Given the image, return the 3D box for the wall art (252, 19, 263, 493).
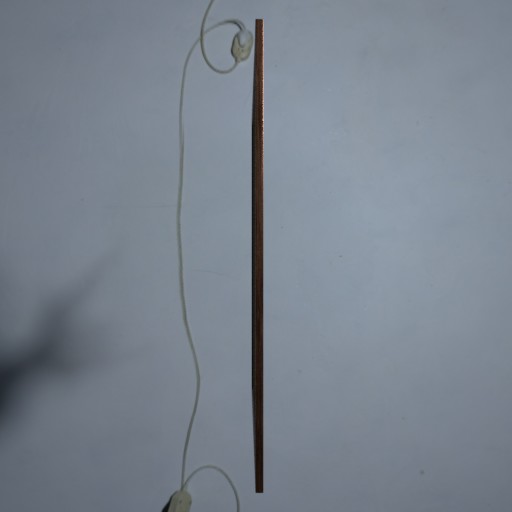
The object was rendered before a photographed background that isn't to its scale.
[{"bbox_3d":[0.000,0.000,1.042,0.014,0.559,0.816,0,90,-1],"label":"wall art"}]
